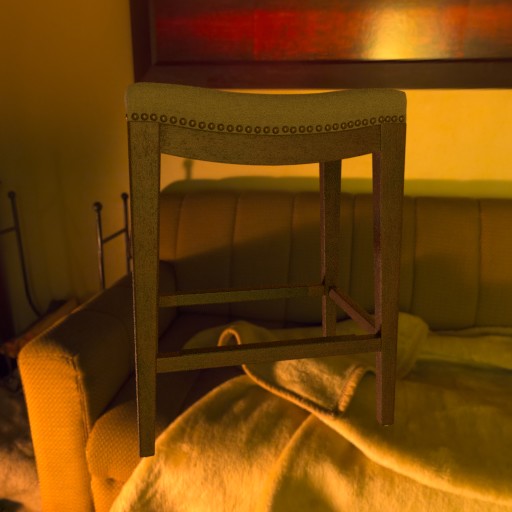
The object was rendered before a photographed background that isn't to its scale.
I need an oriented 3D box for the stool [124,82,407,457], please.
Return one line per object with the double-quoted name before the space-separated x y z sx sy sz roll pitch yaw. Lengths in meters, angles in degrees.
"stool" 0.000 0.000 0.947 0.508 0.660 0.356 -3 15 -11
